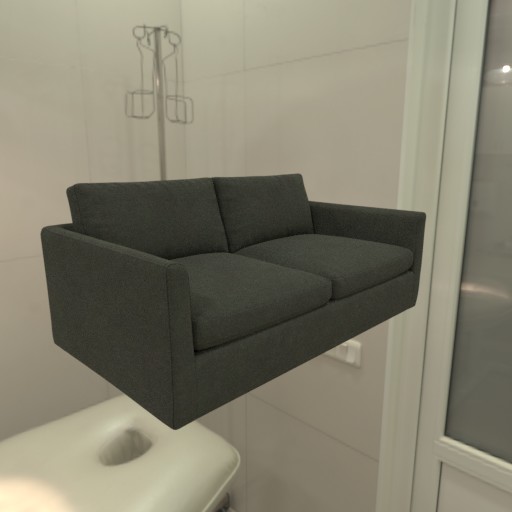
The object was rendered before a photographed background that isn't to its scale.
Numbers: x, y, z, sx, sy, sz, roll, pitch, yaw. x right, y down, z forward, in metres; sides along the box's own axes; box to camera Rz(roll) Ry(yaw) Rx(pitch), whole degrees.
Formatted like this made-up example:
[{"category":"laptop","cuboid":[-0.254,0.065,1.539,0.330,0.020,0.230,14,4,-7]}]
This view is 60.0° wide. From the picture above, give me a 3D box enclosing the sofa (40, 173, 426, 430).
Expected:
[{"category":"sofa","cuboid":[0.000,0.000,2.481,1.091,0.845,1.909,12,18,43]}]
